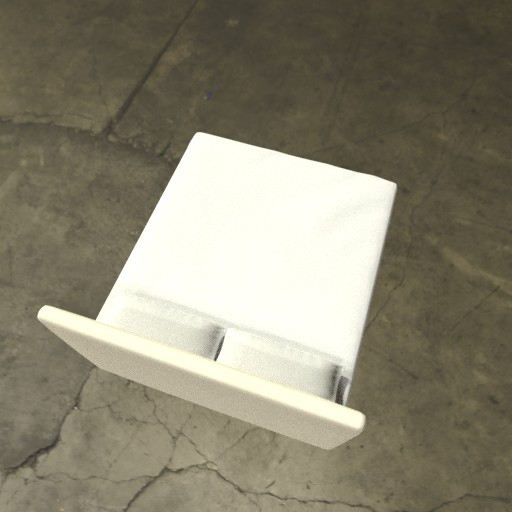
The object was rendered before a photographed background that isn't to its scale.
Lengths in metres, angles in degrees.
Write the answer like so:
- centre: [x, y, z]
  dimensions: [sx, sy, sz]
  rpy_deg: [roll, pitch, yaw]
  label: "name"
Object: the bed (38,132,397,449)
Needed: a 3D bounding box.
- centre: [0.000, 0.000, 3.604]
  dimensions: [2.119, 1.317, 2.341]
  rpy_deg: [17, 63, 9]
  label: "bed"
